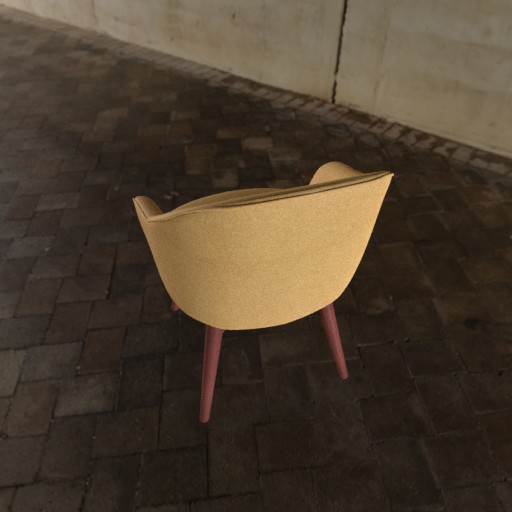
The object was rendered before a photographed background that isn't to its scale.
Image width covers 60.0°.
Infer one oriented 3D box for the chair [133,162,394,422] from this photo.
[{"bbox_3d":[0.000,0.000,1.259,0.596,0.823,0.635,-13,43,-14],"label":"chair"}]
